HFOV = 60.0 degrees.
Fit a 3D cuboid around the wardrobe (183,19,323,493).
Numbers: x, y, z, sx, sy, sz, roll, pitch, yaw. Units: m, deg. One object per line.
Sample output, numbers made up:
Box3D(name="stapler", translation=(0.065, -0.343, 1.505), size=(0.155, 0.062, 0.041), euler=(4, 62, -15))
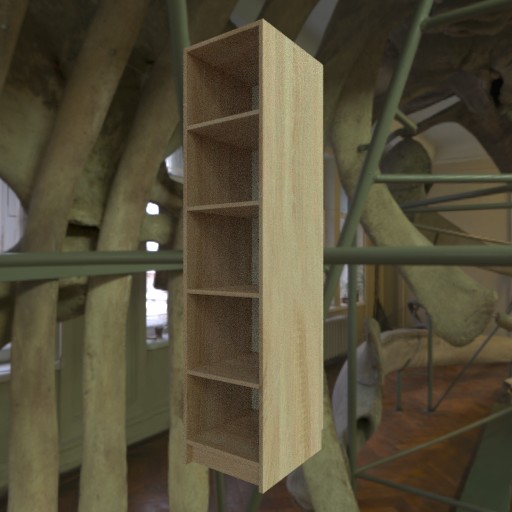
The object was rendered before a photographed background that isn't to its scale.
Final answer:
Box3D(name="wardrobe", translation=(0.000, 0.000, 2.357), size=(0.496, 2.117, 0.588), euler=(0, 0, 36))
